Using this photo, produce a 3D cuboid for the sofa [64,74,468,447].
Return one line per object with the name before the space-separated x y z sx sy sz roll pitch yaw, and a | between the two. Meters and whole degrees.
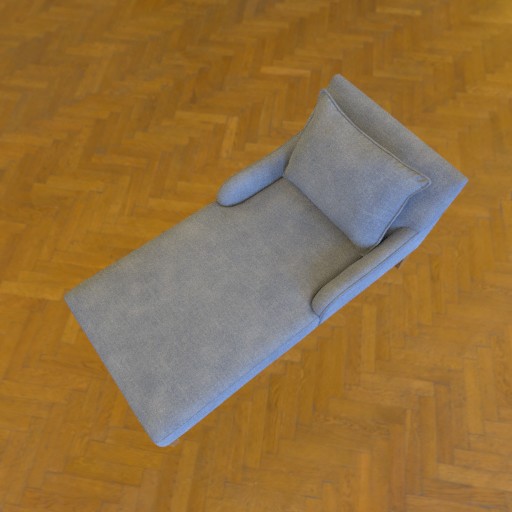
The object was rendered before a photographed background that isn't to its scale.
sofa | 0.000 0.000 2.254 1.779 0.883 0.904 -35 68 -16
